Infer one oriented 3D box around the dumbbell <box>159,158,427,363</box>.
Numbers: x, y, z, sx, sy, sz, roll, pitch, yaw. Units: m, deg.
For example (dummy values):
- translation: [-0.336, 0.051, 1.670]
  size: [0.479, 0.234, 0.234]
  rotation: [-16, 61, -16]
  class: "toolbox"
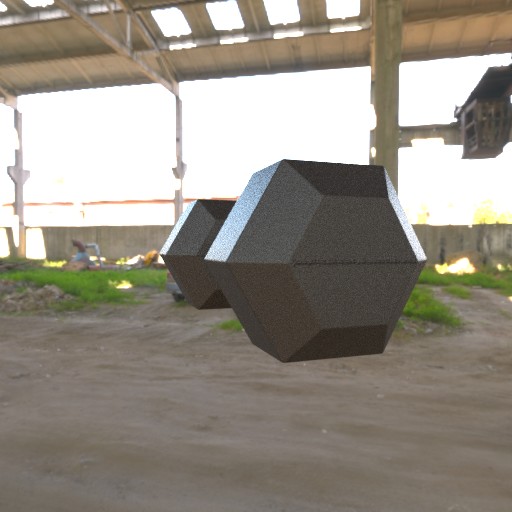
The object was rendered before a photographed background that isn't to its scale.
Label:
- translation: [0.000, 0.000, 0.381]
  size: [0.129, 0.113, 0.315]
  rotation: [0, 1, -20]
  class: "dumbbell"
